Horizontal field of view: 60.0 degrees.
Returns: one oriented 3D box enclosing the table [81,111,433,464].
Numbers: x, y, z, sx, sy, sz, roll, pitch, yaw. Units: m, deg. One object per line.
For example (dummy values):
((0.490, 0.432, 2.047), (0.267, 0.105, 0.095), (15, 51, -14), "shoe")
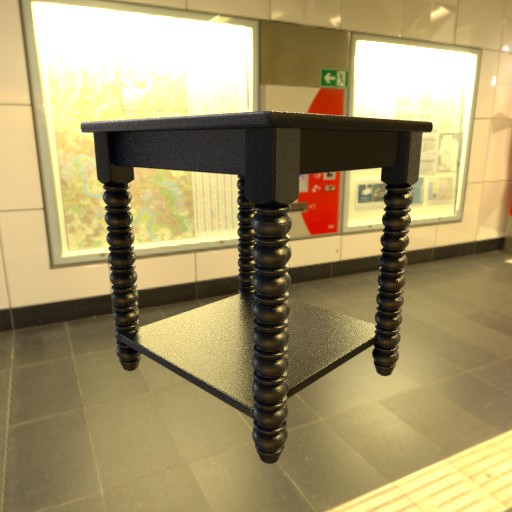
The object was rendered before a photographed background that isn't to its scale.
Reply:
((0.000, 0.000, 0.980), (0.533, 0.567, 0.500), (14, 20, 42), "table")
